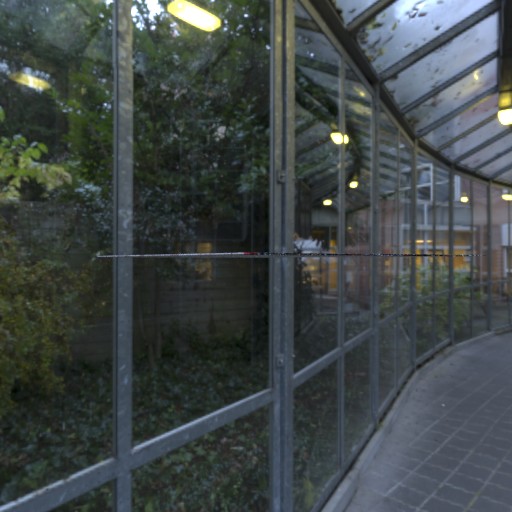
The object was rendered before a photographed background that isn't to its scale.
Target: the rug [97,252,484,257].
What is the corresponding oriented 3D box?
[{"bbox_3d":[0.000,0.000,2.340,1.217,0.012,1.848,0,-1,-35],"label":"rug"}]
